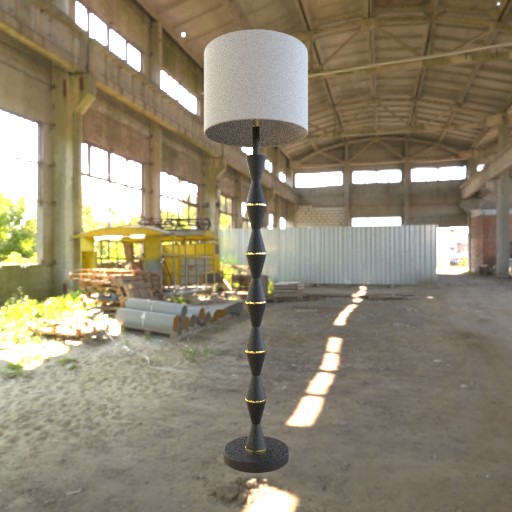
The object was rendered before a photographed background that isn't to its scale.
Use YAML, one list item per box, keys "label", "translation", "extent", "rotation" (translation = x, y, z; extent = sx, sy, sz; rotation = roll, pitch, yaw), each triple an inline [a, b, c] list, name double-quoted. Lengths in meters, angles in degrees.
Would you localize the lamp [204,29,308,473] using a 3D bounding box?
- label: "lamp"
  translation: [0.000, 0.000, 1.633]
  extent: [0.381, 1.480, 0.381]
  rotation: [0, 0, -18]
